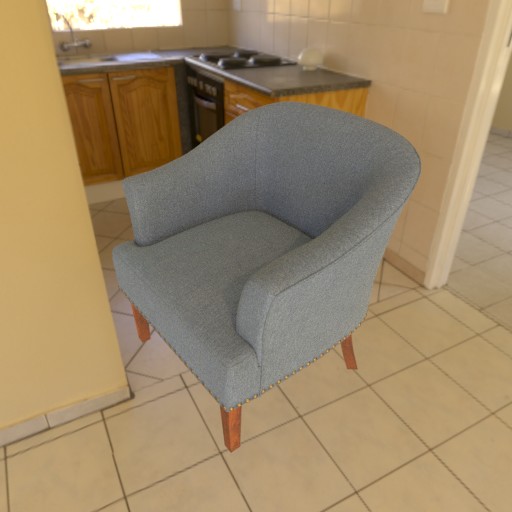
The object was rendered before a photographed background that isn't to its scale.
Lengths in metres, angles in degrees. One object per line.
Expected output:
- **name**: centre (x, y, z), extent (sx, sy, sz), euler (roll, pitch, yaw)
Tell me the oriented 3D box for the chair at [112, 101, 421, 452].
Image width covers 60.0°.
- **chair**: centre (0.000, 0.000, 1.426), extent (0.704, 0.815, 0.798), euler (-22, 38, -31)
